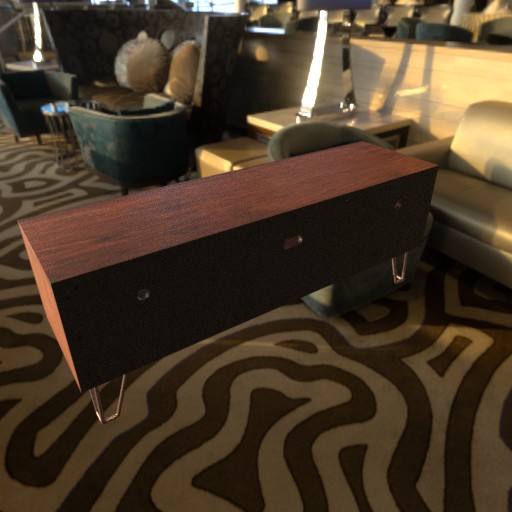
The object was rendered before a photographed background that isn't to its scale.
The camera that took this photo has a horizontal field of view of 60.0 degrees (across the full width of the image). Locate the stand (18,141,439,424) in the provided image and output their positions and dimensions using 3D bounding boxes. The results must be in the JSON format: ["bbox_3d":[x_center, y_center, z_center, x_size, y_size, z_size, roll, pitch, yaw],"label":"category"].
[{"bbox_3d":[0.000,0.000,1.872,1.626,0.610,0.481,-19,36,-29],"label":"stand"}]
